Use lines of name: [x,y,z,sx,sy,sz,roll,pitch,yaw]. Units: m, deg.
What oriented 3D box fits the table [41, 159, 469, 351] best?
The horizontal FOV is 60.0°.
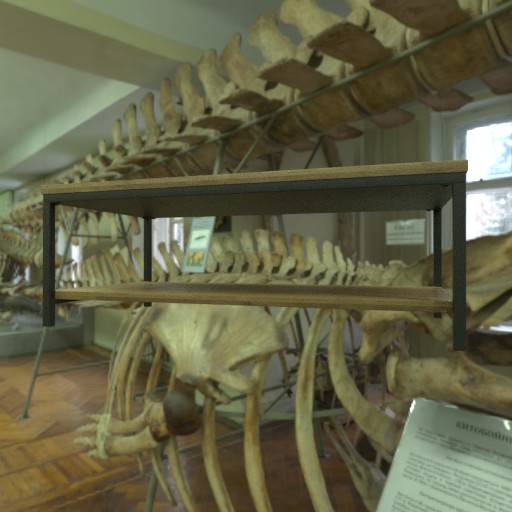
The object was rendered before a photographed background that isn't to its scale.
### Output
table: [0.000,0.000,1.348,1.100,0.399,0.551,0,0,18]
